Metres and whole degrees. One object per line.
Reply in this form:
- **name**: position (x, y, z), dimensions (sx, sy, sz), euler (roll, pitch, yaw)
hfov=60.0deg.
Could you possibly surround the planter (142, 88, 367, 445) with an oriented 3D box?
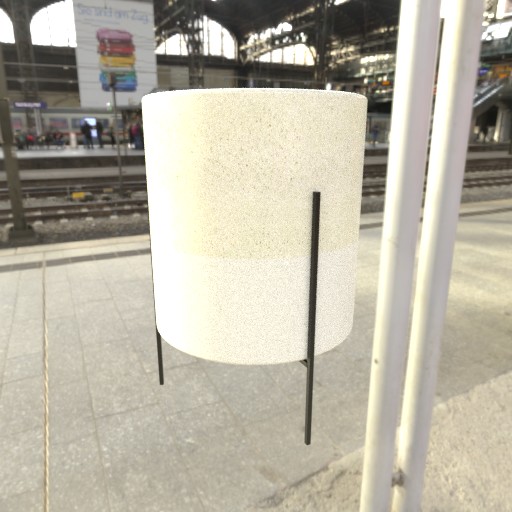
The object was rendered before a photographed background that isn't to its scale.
- **planter**: position (0.000, 0.000, 0.715), dimensions (0.324, 0.483, 0.333), euler (-8, 18, -26)
